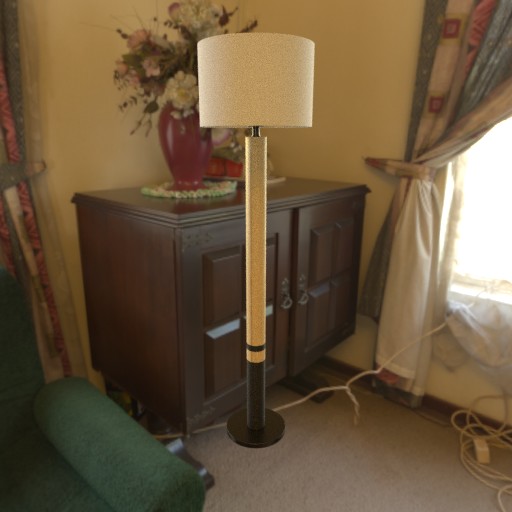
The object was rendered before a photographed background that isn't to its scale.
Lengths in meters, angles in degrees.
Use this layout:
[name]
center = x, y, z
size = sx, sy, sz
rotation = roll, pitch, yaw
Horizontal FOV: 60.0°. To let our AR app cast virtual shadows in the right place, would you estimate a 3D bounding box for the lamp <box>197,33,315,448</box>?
[lamp]
center = 0.000, 0.000, 1.640
size = 0.381, 1.478, 0.381
rotation = 7, 17, 25
